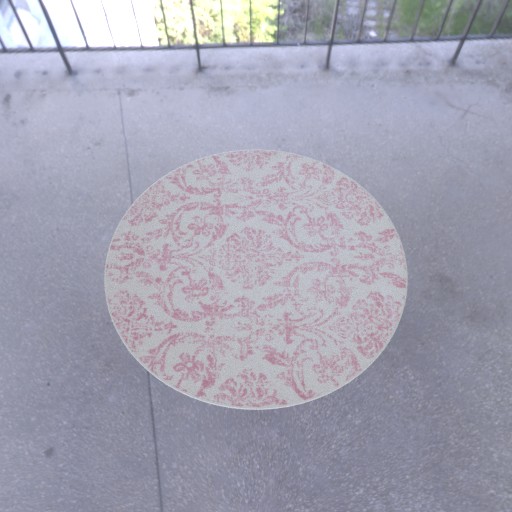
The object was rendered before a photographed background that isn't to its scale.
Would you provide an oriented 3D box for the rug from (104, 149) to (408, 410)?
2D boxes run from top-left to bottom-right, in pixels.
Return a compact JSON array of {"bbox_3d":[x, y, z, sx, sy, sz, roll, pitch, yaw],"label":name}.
[{"bbox_3d":[0.000,0.000,2.366,1.593,0.012,1.593,0,57,0],"label":"rug"}]
